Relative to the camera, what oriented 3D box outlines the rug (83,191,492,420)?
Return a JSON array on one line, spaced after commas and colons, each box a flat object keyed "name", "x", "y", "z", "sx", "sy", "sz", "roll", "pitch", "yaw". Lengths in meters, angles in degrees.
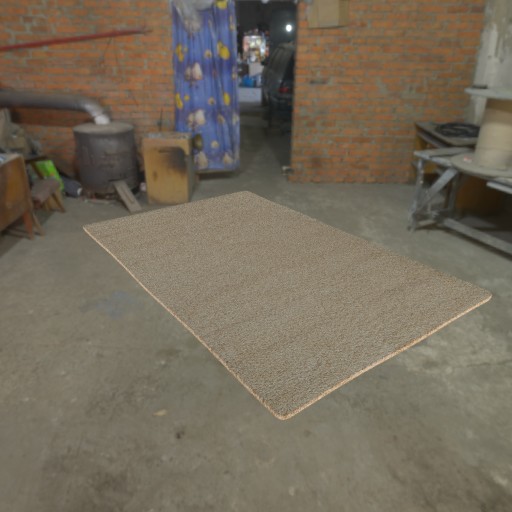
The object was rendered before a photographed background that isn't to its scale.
[{"name": "rug", "x": 0.000, "y": 0.000, "z": 2.858, "sx": 1.500, "sy": 0.026, "sz": 2.349, "roll": -18, "pitch": 31, "yaw": -32}]
